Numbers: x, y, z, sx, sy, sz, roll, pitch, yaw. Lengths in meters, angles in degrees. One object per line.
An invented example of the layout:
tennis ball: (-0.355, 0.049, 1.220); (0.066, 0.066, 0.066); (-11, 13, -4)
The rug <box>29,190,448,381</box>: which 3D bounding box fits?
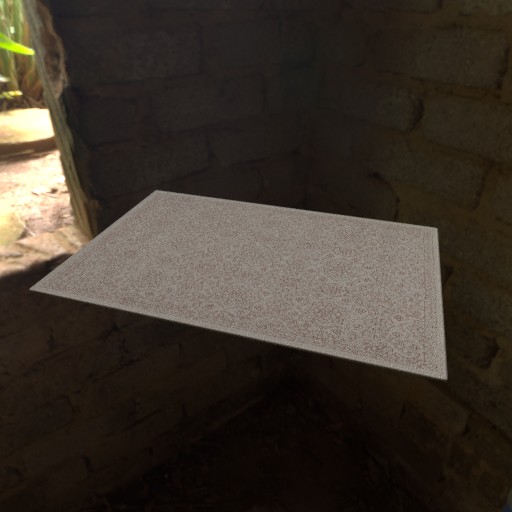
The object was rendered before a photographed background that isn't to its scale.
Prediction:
rug: (0.000, 0.000, 2.313); (1.829, 0.010, 1.219); (9, 33, 15)
